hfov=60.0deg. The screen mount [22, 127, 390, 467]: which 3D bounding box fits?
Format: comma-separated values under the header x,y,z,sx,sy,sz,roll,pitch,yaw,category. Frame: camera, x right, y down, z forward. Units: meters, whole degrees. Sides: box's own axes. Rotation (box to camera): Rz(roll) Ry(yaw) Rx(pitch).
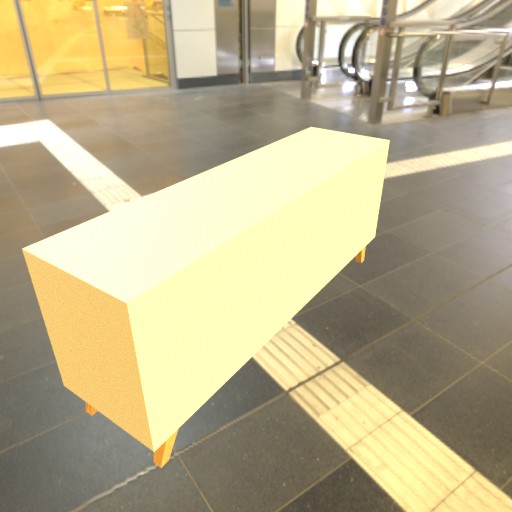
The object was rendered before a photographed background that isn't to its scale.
x,y,z,sx,sy,sz,roll,pitch,yaw,category
0.000,0.000,1.706,0.400,0.619,1.490,20,36,30,screen mount
